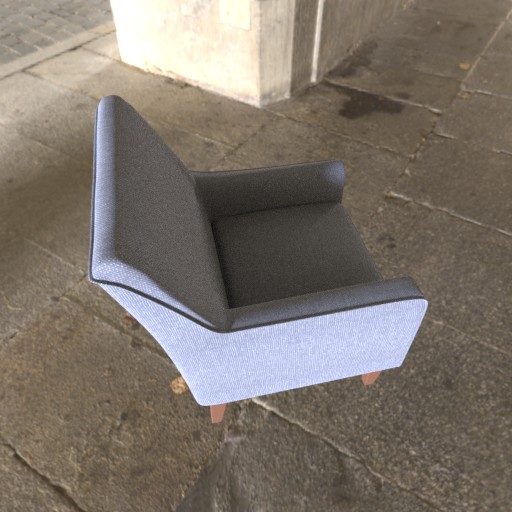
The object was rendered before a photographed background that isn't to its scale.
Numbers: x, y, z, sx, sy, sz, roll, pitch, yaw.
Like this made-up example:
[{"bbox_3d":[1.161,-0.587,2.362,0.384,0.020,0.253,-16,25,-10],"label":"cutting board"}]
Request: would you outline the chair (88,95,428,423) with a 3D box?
[{"bbox_3d":[0.000,0.000,1.567,0.899,0.919,0.780,-9,48,-8],"label":"chair"}]
